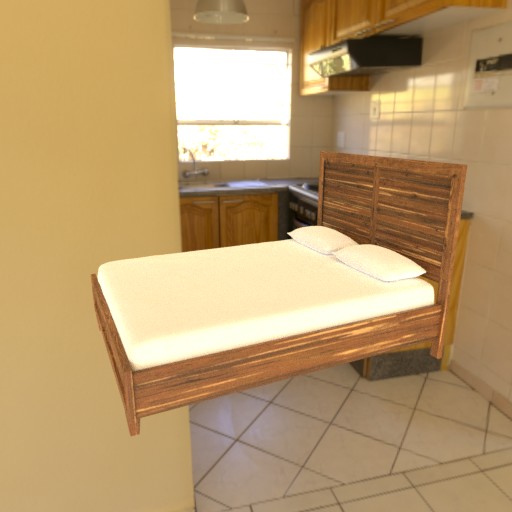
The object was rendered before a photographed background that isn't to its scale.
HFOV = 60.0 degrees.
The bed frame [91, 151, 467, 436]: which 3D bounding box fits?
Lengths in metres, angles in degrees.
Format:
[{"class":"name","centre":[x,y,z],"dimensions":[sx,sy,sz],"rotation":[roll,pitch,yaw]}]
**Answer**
[{"class":"bed frame","centre":[0.000,0.000,3.383],"dimensions":[2.276,1.417,1.696],"rotation":[-8,18,-24]}]
